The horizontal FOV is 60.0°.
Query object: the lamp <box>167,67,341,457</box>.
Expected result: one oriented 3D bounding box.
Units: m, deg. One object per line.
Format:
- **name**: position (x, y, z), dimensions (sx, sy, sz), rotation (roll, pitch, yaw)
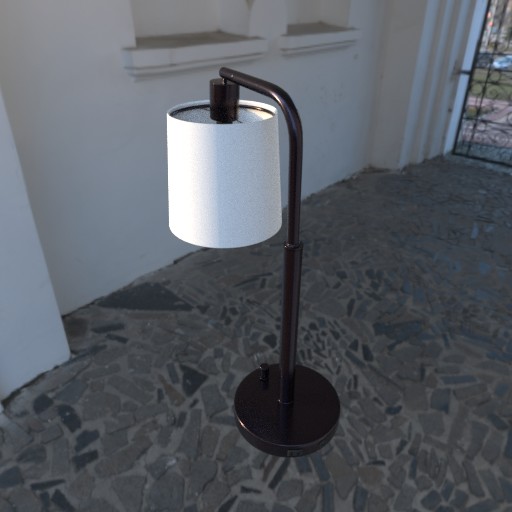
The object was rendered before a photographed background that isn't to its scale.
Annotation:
- **lamp**: position (0.000, 0.000, 0.636), dimensions (0.171, 0.489, 0.333), rotation (-19, 35, -30)
